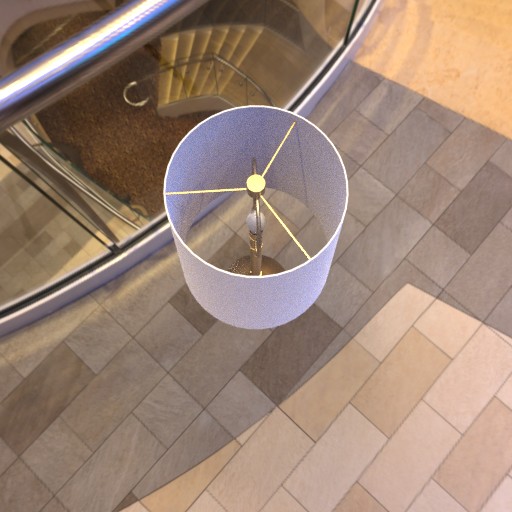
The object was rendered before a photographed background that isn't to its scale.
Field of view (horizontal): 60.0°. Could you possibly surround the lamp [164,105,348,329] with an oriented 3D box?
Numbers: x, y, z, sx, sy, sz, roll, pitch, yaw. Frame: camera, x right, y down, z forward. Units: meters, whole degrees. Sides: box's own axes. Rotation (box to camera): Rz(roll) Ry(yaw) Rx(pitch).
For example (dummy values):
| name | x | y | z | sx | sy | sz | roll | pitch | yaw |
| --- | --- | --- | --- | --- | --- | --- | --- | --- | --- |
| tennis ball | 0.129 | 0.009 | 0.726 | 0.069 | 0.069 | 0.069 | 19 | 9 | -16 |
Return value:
| name | x | y | z | sx | sy | sz | roll | pitch | yaw |
| --- | --- | --- | --- | --- | --- | --- | --- | --- | --- |
| lamp | 0.000 | 0.000 | 0.698 | 0.231 | 0.569 | 0.231 | 0 | 76 | 0 |
